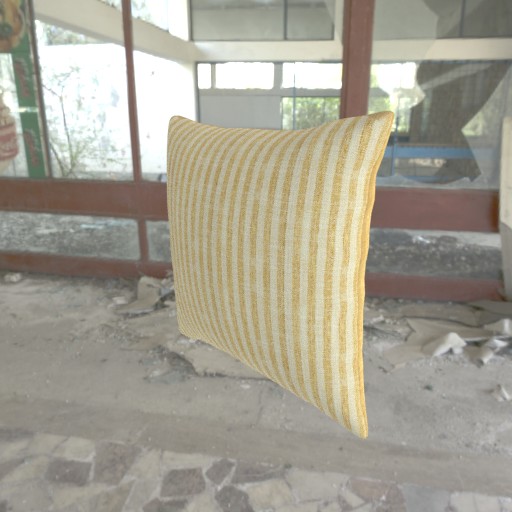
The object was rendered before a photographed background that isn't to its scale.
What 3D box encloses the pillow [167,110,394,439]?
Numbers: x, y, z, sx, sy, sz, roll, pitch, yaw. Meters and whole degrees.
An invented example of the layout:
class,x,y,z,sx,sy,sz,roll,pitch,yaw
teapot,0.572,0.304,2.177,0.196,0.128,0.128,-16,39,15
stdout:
class,x,y,z,sx,sy,sz,roll,pitch,yaw
pillow,0.000,0.000,0.664,0.173,0.407,0.419,-15,23,-41
